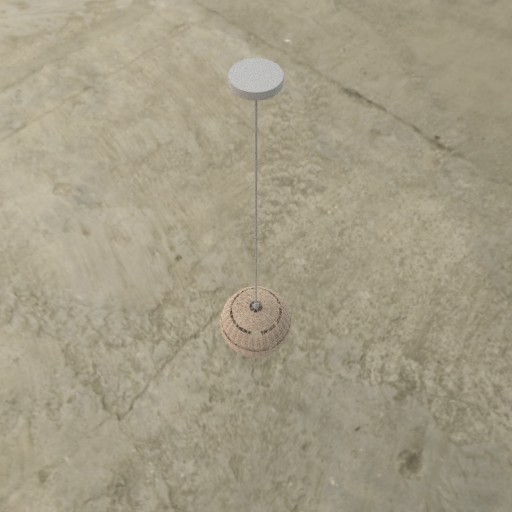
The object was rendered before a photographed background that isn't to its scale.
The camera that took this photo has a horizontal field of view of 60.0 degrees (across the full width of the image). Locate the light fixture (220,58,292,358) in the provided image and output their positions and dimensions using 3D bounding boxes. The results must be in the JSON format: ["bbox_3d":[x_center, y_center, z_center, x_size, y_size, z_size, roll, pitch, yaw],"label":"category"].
[{"bbox_3d":[0.000,0.000,2.181,0.457,2.019,0.457,-15,59,-9],"label":"light fixture"}]
